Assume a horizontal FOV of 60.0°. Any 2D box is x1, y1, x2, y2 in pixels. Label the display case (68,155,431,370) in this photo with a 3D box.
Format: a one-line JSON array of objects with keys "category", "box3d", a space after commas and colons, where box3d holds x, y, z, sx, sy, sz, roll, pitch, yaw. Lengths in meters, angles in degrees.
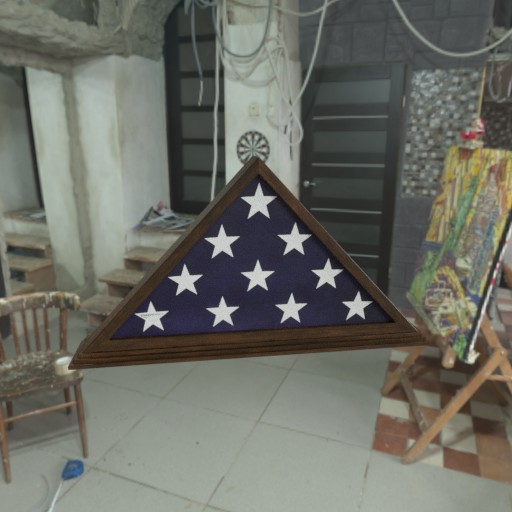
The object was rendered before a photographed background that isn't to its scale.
[{"category": "display case", "box3d": [0.000, 0.000, 0.775, 0.640, 0.340, 0.095, -2, 16, -8]}]
